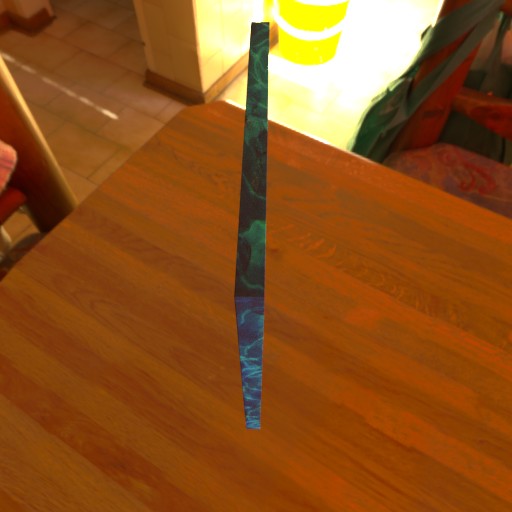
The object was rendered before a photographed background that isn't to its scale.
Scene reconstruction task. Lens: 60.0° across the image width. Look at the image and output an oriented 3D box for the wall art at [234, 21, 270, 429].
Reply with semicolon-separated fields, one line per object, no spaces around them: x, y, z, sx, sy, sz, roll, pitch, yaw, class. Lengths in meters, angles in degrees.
0.000;0.000;1.028;0.038;0.760;0.609;1;57;1;wall art
